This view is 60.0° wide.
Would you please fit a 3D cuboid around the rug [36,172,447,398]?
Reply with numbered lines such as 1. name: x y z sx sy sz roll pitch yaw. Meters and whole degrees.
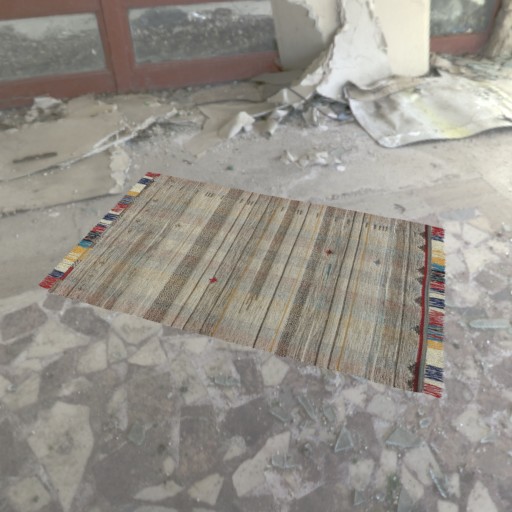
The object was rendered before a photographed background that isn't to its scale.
1. rug: 0.000 0.000 3.008 2.465 0.012 1.465 13 44 14
